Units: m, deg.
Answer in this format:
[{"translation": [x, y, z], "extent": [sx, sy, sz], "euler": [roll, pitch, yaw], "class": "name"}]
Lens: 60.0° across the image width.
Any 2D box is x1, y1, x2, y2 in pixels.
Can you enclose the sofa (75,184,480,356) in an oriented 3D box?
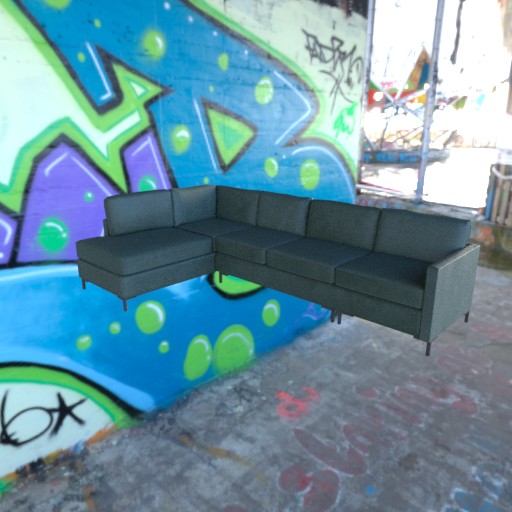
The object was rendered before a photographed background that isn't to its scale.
[{"translation": [0.000, 0.000, 4.281], "extent": [3.384, 0.996, 2.048], "euler": [15, 22, 41], "class": "sofa"}]
